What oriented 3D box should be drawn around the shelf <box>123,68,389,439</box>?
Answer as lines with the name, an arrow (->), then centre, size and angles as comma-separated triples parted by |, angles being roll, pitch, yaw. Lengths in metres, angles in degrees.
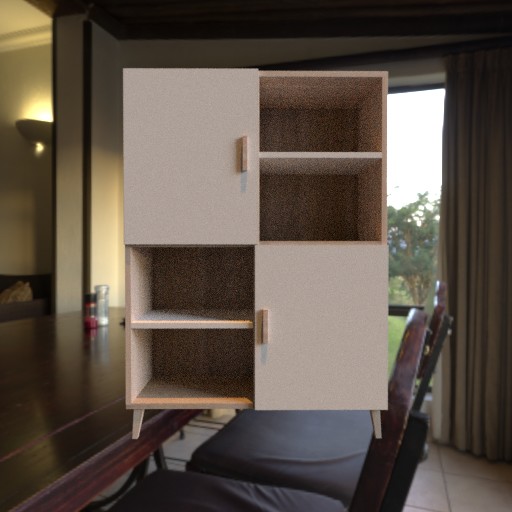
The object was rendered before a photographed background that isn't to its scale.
shelf -> 0.000, 0.000, 1.865 | 0.995, 1.405, 0.434 | 0, 1, 0
